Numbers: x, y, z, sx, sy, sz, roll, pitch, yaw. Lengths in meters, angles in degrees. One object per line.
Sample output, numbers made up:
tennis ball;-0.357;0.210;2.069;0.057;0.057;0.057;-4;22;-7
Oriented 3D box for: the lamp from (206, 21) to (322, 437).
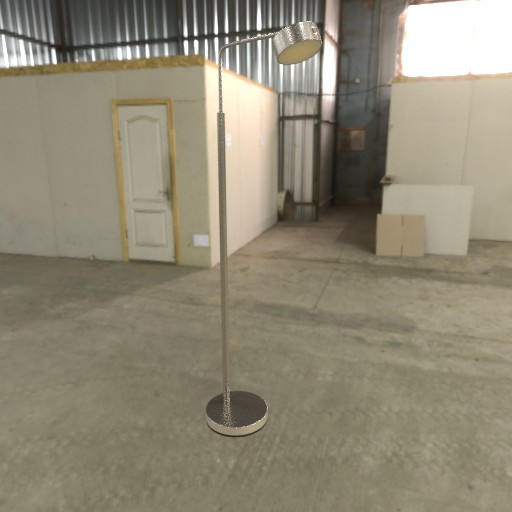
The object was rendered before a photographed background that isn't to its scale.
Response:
lamp;0.000;0.000;1.371;0.222;1.250;0.421;-14;21;-42
